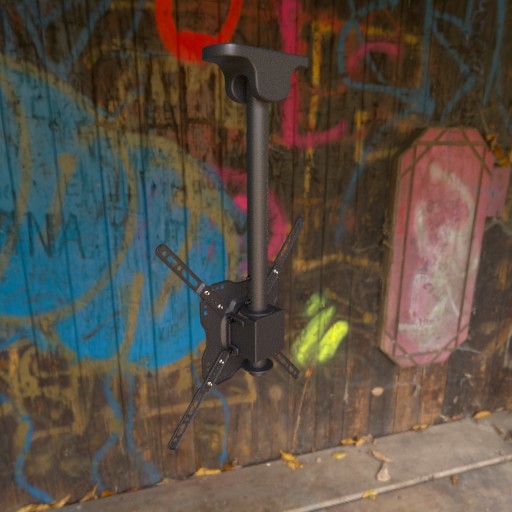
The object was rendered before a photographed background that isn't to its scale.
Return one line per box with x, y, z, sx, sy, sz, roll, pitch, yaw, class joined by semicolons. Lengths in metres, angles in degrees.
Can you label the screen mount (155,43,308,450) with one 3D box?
0.000;0.000;0.864;0.393;0.729;0.090;-15;21;-43;screen mount
